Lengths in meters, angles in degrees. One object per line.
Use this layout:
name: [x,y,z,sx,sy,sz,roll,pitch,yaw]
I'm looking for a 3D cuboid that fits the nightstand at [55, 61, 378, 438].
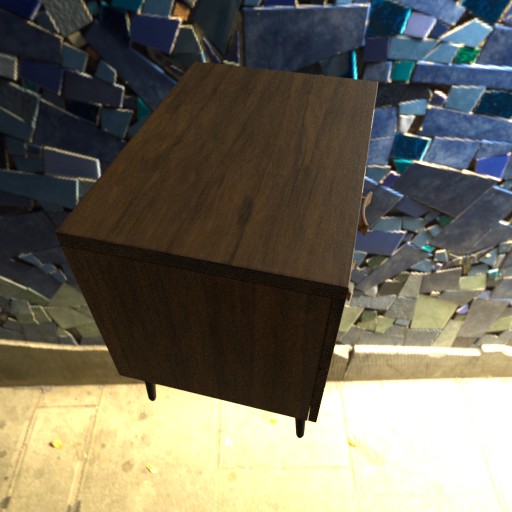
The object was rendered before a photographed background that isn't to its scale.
nightstand: [0.000,0.000,1.038,0.458,0.610,0.610,10,48,10]
